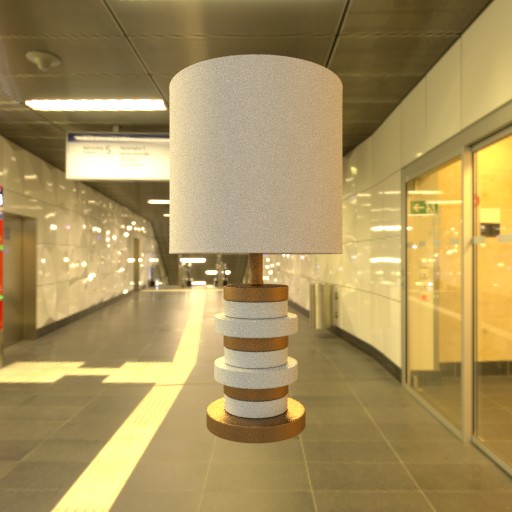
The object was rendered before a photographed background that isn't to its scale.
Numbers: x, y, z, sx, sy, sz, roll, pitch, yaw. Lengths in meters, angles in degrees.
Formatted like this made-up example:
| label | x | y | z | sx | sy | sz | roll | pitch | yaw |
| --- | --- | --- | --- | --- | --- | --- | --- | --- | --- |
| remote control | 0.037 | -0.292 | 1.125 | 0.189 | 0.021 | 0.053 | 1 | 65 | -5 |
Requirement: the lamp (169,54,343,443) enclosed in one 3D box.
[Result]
| label | x | y | z | sx | sy | sz | roll | pitch | yaw |
| --- | --- | --- | --- | --- | --- | --- | --- | --- | --- |
| lamp | 0.000 | 0.000 | 0.545 | 0.210 | 0.410 | 0.210 | 0 | 0 | -19 |
